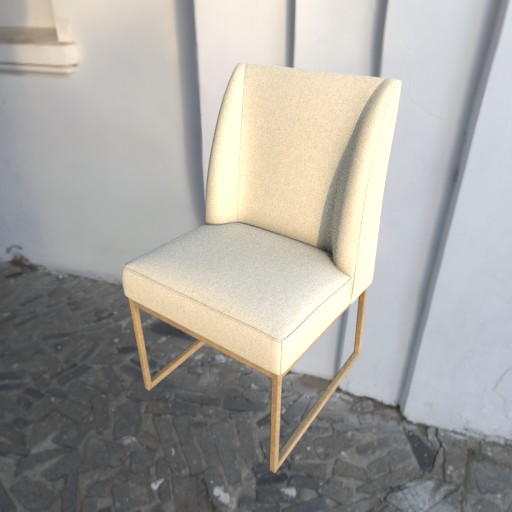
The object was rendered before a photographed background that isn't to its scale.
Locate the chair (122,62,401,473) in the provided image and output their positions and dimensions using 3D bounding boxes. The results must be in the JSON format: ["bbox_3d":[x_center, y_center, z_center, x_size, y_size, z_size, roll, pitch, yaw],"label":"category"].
[{"bbox_3d":[0.000,0.000,1.177,0.508,0.863,0.522,20,37,30],"label":"chair"}]
